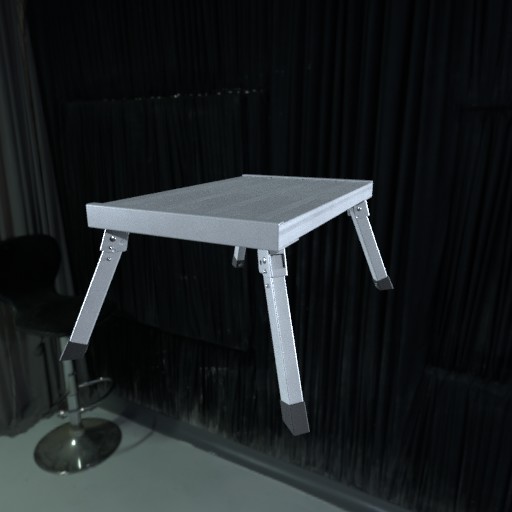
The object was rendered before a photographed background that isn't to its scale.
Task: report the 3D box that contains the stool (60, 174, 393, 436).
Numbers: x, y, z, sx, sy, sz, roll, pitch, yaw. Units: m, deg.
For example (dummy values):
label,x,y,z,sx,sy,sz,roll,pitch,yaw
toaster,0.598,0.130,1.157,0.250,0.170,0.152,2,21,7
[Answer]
label,x,y,z,sx,sy,sz,roll,pitch,yaw
stool,0.000,0.000,0.757,0.385,0.225,0.535,8,18,25
